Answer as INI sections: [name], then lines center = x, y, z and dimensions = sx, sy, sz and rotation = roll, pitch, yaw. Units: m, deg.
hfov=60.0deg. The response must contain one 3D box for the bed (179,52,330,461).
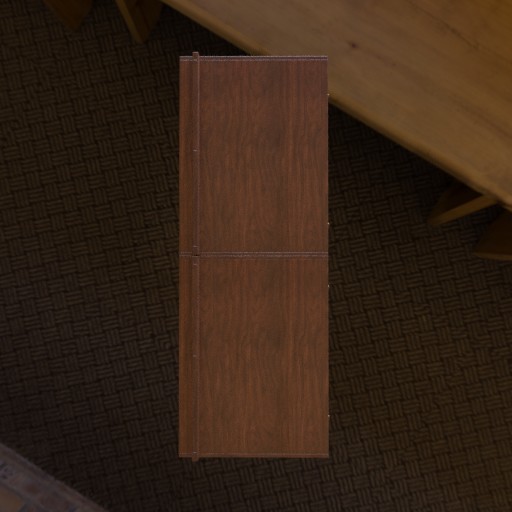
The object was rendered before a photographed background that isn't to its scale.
[bed]
center = 0.000, 0.000, 2.381
dimensions = 0.787, 0.326, 2.057
rotation = 0, 89, 0
